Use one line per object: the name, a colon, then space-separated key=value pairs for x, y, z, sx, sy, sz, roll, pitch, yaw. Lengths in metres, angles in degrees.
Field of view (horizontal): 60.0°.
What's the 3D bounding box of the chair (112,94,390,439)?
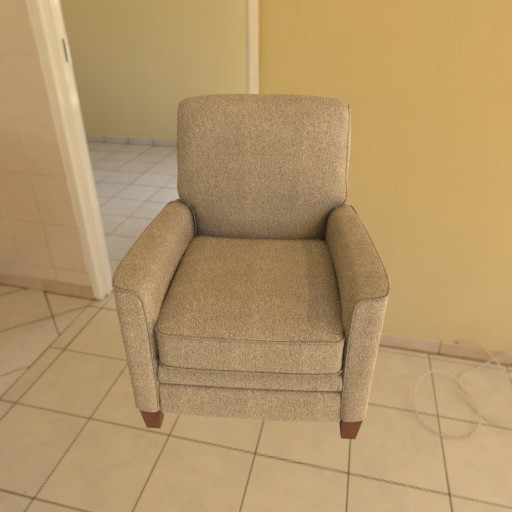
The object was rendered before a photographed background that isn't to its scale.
chair: x=0.000 y=0.000 z=1.651 sx=0.841 sy=1.028 sz=0.858 roll=2 pitch=30 yaw=3
